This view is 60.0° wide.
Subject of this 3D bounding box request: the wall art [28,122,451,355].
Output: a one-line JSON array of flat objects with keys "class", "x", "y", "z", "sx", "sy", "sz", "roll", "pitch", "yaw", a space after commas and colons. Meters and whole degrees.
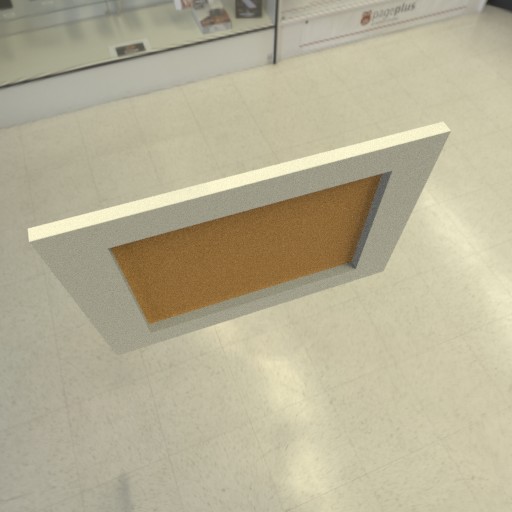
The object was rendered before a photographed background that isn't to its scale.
[{"class": "wall art", "x": 0.000, "y": 0.000, "z": 1.172, "sx": 0.906, "sy": 0.617, "sz": 0.033, "roll": -16, "pitch": 59, "yaw": -10}]
